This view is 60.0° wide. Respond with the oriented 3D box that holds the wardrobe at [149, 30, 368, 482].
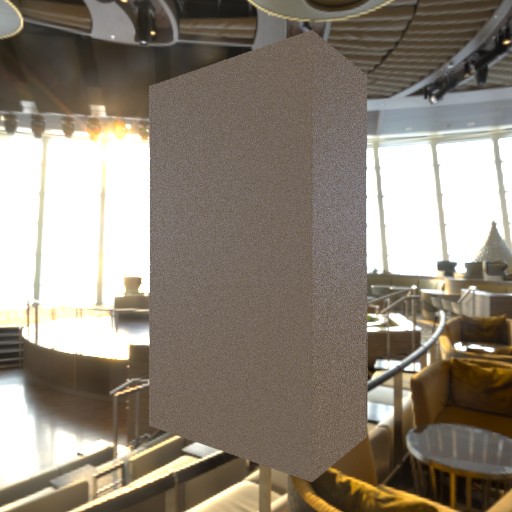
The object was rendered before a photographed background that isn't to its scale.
[{"bbox_3d":[0.000,0.000,2.297,0.991,1.808,0.577,0,0,37],"label":"wardrobe"}]
